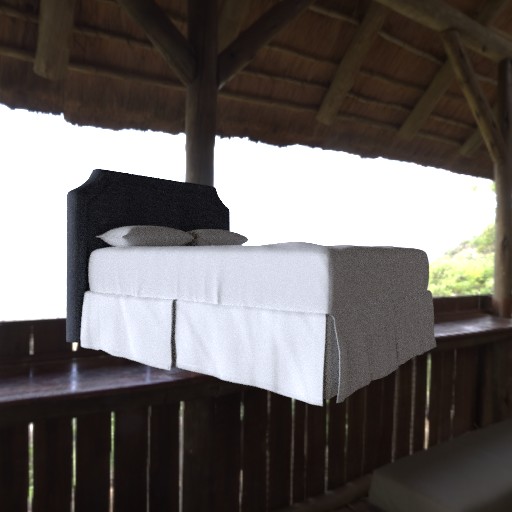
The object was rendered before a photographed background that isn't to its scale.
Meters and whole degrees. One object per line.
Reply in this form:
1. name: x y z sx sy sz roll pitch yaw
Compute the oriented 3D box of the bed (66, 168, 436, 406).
1. bed: 0.000 0.000 3.160 2.116 1.290 1.693 1 1 37
